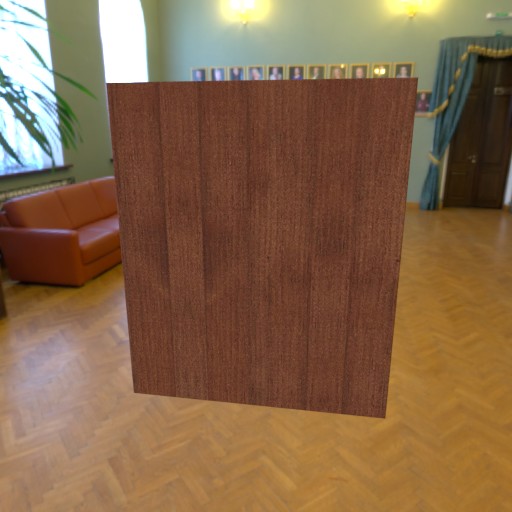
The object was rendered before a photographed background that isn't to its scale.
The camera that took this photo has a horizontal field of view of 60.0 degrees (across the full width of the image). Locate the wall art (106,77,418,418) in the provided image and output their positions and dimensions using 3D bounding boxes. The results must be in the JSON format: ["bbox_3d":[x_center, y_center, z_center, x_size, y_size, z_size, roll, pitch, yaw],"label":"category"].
[{"bbox_3d":[0.000,0.000,0.611,0.377,0.449,0.039,3,17,9],"label":"wall art"}]
